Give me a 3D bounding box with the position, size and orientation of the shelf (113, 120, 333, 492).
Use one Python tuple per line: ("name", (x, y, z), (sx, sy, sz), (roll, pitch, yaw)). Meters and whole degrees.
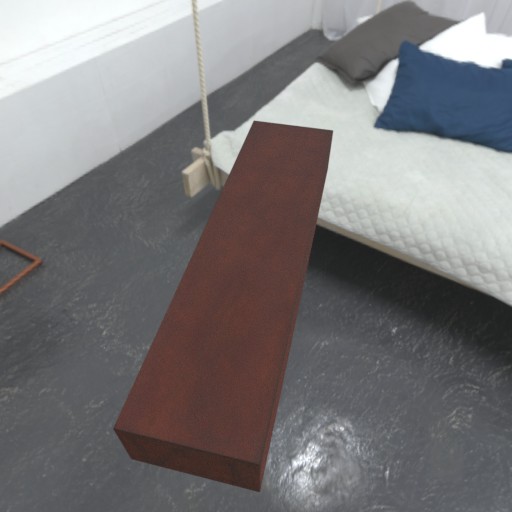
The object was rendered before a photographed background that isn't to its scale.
("shelf", (0.000, 0.000, 0.666), (0.152, 0.088, 0.607), (10, 48, 9))
